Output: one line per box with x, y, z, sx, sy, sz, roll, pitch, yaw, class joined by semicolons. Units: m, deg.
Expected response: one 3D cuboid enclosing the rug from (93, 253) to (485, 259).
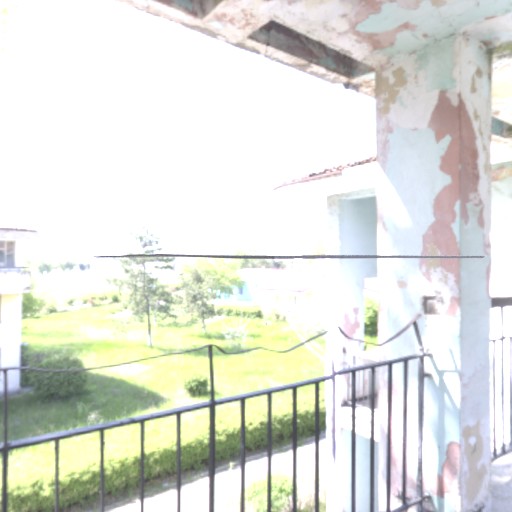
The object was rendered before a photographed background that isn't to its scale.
0.000;0.000;2.301;1.159;0.021;1.789;0;0;-35;rug
